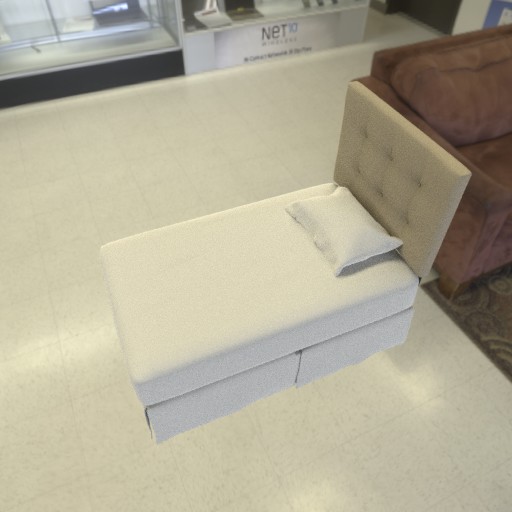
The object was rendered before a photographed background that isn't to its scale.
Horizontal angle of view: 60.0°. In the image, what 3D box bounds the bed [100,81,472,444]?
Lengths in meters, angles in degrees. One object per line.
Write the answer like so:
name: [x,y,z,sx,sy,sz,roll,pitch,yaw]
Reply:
bed: [0.000,0.000,2.954,1.997,1.571,1.261,-17,49,-15]
